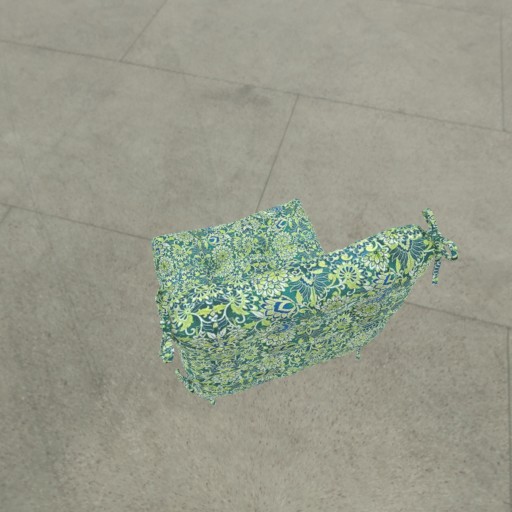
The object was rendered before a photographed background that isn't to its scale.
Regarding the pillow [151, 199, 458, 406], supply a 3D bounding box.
[{"bbox_3d":[0.000,0.000,1.027,0.519,0.605,0.571,-17,59,-10],"label":"pillow"}]
